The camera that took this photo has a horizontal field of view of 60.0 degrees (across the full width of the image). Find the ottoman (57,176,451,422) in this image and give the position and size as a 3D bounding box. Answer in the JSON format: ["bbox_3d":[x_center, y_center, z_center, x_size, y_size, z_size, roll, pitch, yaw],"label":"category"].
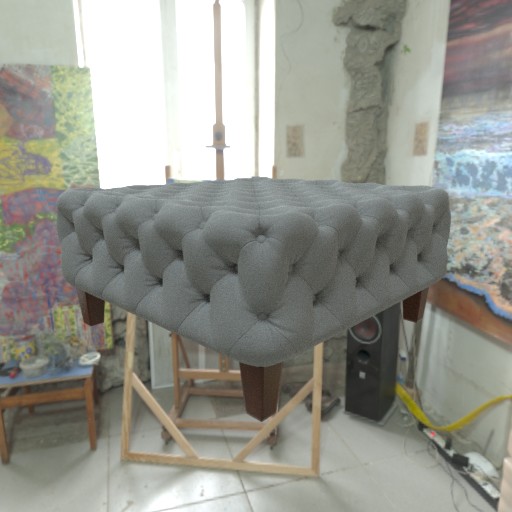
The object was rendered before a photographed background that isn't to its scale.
[{"bbox_3d":[0.000,0.000,1.403,0.911,0.439,0.917,12,18,42],"label":"ottoman"}]
